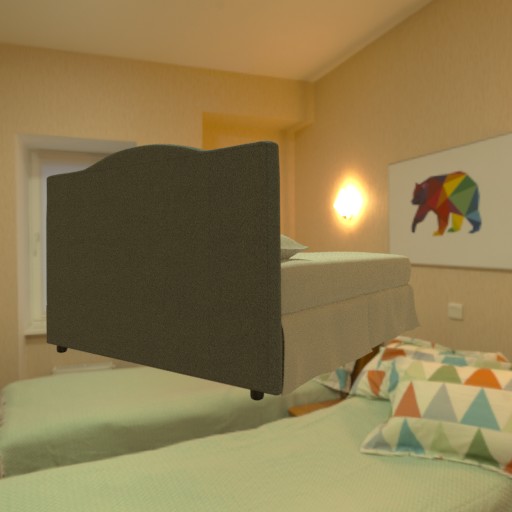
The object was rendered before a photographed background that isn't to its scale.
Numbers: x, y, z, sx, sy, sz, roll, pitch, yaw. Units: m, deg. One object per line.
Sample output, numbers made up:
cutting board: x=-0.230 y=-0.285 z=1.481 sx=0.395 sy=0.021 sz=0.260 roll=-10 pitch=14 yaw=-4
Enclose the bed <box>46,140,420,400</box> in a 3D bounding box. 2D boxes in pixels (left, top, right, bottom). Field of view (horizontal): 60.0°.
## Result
bed: x=0.000 y=0.000 z=3.922 sx=2.161 sy=1.457 sz=2.689 roll=1 pitch=2 yaw=35
